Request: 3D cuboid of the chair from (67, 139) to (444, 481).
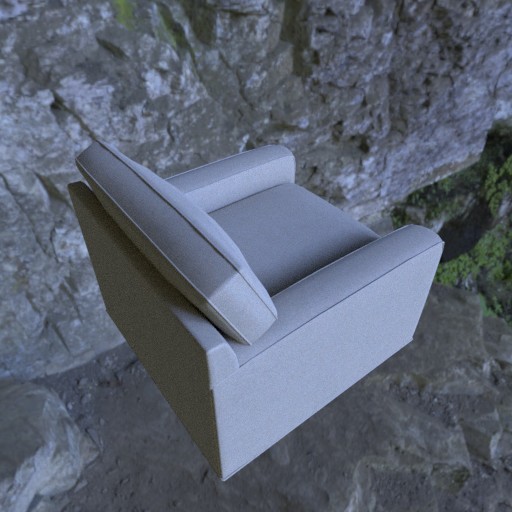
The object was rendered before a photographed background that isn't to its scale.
[{"bbox_3d":[0.000,0.000,1.783,1.043,0.913,0.998,-26,47,-27],"label":"chair"}]
